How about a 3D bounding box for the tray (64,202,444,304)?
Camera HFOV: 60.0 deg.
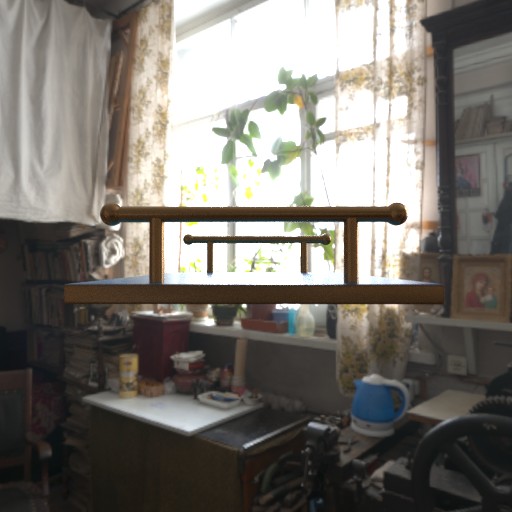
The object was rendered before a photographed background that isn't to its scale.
[{"bbox_3d":[0.000,0.000,0.574,0.304,0.084,0.444,0,-1,1],"label":"tray"}]
